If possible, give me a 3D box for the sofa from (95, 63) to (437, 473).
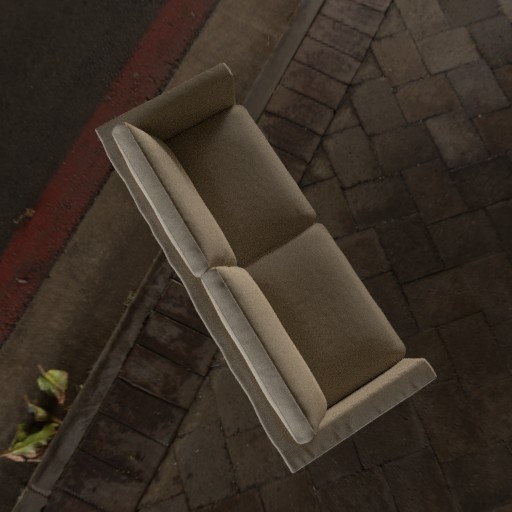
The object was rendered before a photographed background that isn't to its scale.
[{"bbox_3d":[0.000,0.000,2.794,0.956,0.847,2.296,-30,78,-7],"label":"sofa"}]
